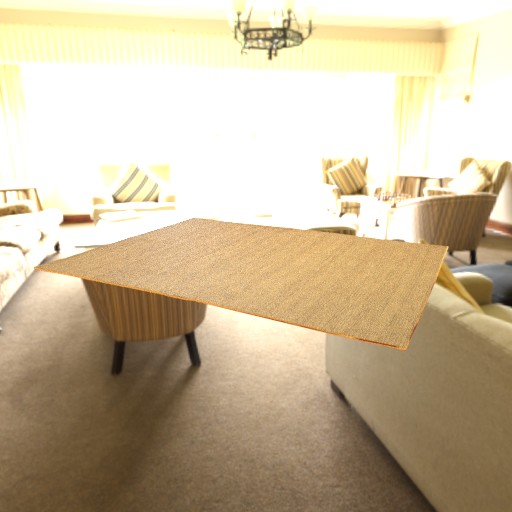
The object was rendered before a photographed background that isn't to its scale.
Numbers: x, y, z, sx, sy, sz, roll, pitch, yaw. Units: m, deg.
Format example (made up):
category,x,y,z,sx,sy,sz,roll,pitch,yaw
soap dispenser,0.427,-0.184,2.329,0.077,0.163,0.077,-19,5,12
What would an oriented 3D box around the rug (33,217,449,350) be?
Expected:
category,x,y,z,sx,sy,sz,roll,pitch,yaw
rug,0.000,0.000,4.230,3.202,0.045,2.434,9,19,27
